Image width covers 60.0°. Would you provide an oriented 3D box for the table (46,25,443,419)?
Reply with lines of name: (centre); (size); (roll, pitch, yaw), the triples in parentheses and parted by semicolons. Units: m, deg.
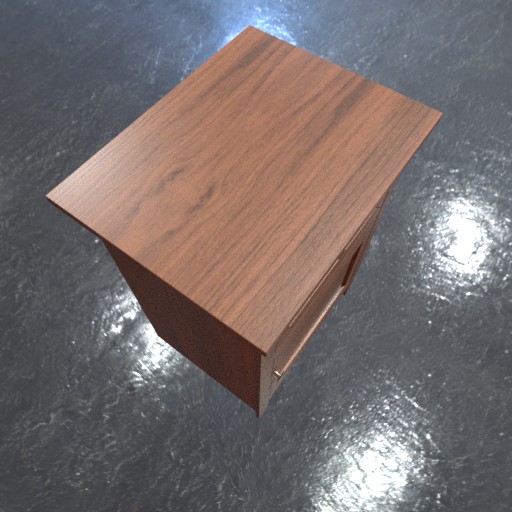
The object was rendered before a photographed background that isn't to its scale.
table: (0.000, 0.000, 0.937); (0.381, 0.636, 0.480); (33, 66, 17)
